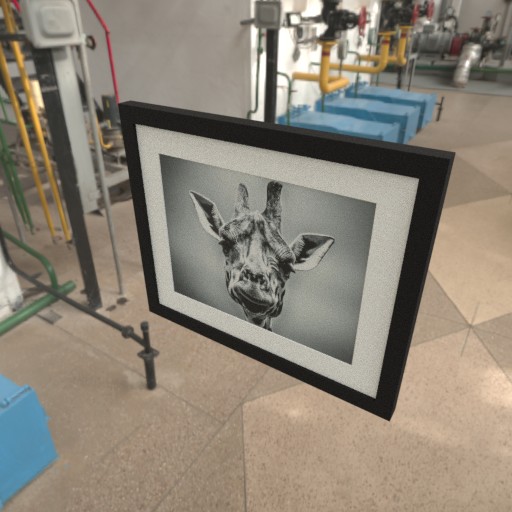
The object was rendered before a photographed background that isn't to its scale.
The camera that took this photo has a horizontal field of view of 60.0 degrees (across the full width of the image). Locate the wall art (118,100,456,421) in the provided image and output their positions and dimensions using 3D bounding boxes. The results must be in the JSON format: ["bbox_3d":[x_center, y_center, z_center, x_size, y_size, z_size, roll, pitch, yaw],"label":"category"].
[{"bbox_3d":[0.000,0.000,0.774,0.558,0.457,0.031,18,35,28],"label":"wall art"}]
